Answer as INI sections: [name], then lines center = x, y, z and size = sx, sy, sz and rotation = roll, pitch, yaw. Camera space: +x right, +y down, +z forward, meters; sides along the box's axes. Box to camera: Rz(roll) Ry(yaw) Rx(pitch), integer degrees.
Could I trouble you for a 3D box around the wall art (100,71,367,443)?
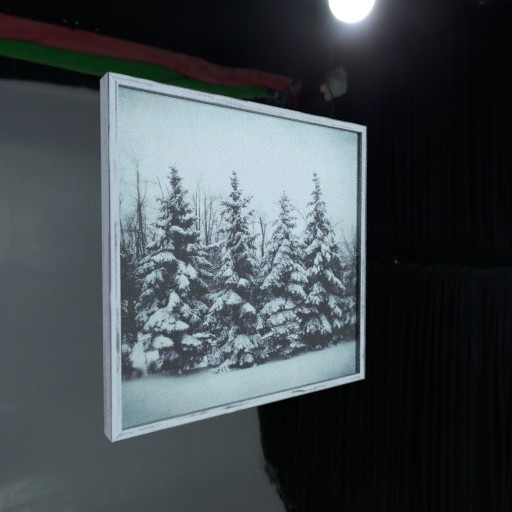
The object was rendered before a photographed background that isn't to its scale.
[wall art]
center = 0.000, 0.000, 0.760
size = 0.506, 0.506, 0.038
rotation = -1, 2, -34
